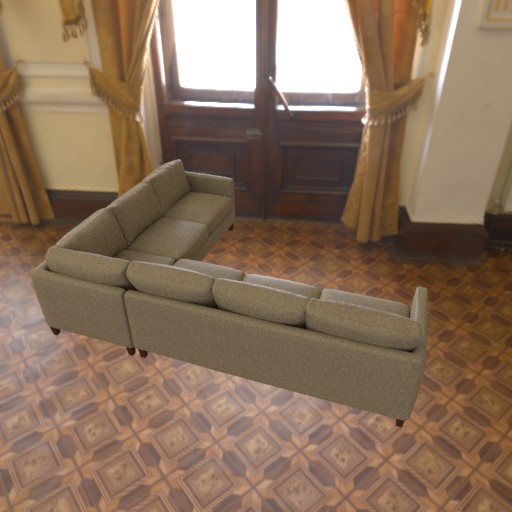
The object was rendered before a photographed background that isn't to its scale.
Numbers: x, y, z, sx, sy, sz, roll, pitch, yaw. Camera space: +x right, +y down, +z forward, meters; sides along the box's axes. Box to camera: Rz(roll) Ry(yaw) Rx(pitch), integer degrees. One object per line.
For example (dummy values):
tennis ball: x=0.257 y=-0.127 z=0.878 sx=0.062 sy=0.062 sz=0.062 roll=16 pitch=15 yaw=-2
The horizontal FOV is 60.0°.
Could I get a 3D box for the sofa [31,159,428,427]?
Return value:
sofa: x=0.000 y=0.000 z=4.517 sx=3.302 sy=0.947 sz=2.593 roll=10 pitch=34 yaw=16
